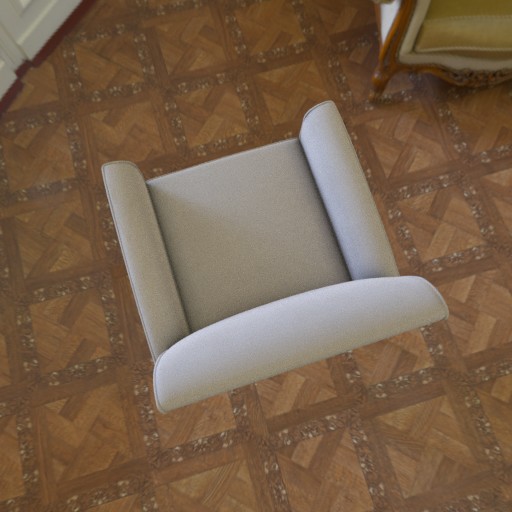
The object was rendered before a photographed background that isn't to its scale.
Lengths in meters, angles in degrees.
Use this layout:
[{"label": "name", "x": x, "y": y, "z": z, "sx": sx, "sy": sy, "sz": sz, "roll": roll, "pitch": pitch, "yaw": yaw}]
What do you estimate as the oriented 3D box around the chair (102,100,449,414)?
[{"label": "chair", "x": 0.000, "y": 0.000, "z": 1.556, "sx": 0.820, "sy": 0.915, "sz": 0.821, "roll": -17, "pitch": 75, "yaw": -5}]
